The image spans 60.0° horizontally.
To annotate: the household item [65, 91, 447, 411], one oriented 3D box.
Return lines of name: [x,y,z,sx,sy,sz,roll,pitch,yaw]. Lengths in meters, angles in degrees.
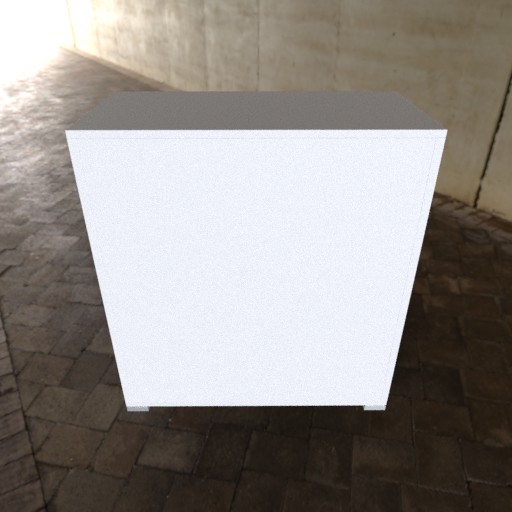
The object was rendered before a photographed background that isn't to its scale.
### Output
household item: [0.000,0.000,1.331,0.800,0.870,0.420,0,31,0]
